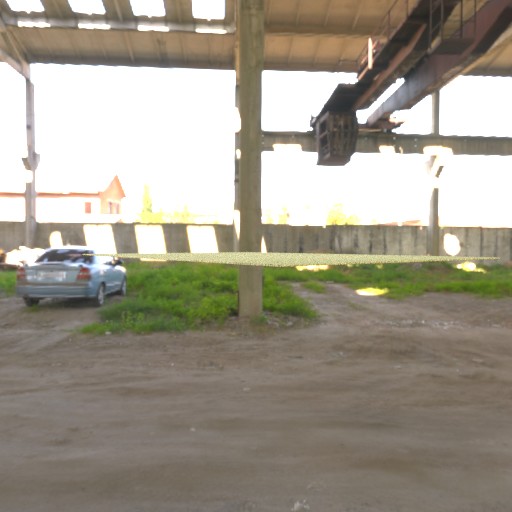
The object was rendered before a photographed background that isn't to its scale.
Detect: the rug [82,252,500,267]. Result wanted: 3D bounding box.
[{"bbox_3d":[0.000,0.000,2.132,1.143,0.006,1.747,-1,2,-37],"label":"rug"}]
